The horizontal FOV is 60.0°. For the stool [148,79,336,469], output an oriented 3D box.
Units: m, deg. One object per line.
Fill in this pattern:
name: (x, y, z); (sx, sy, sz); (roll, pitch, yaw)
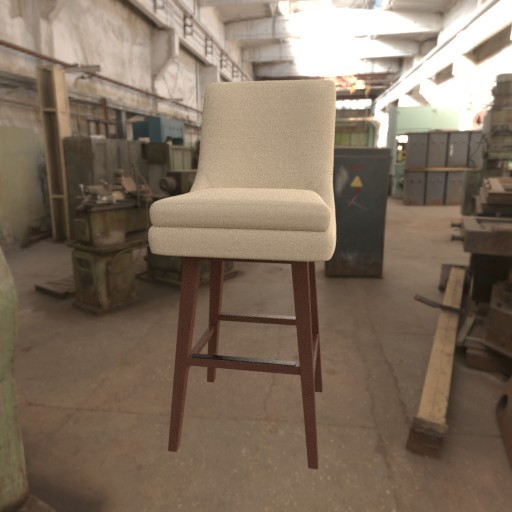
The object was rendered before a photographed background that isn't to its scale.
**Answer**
stool: (0.000, 0.000, 1.378); (0.483, 1.093, 0.559); (2, 14, 10)
